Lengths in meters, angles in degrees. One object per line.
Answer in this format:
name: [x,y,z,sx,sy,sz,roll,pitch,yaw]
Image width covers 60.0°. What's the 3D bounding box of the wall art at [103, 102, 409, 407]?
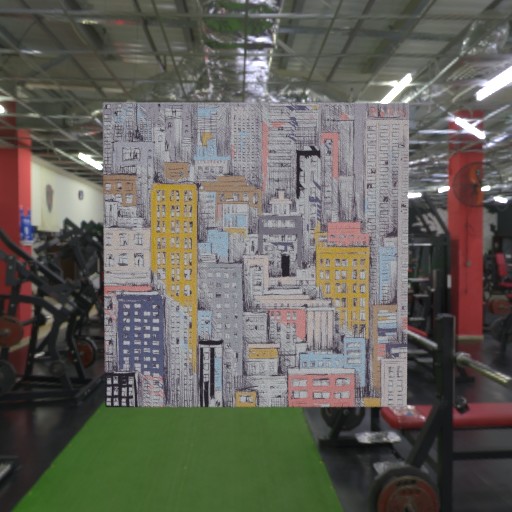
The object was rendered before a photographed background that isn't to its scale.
wall art: [0.000,0.000,1.128,0.761,0.762,0.048,0,1,0]
